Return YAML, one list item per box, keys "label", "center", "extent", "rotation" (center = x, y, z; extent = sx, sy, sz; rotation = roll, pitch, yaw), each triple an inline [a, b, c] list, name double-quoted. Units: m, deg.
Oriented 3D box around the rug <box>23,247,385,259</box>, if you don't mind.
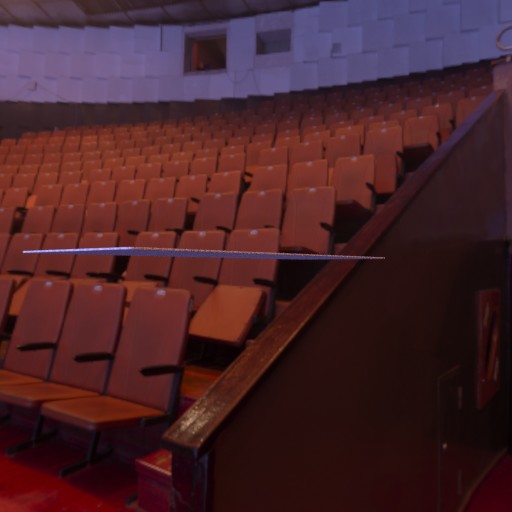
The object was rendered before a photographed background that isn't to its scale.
- label: "rug"
  center: [0.000, 0.000, 2.499]
  extent: [0.676, 0.008, 2.277]
  rotation: [-1, -2, 36]
